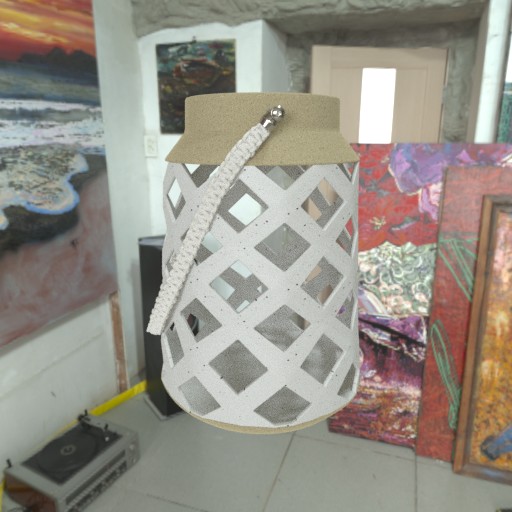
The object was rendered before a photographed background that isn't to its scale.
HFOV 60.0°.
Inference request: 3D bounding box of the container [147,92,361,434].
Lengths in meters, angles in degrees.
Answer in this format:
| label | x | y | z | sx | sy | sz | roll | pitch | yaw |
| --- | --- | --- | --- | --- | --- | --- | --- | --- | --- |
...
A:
| label | x | y | z | sx | sy | sz | roll | pitch | yaw |
| --- | --- | --- | --- | --- | --- | --- | --- | --- | --- |
| container | 0.000 | 0.000 | 0.343 | 0.172 | 0.229 | 0.163 | -3 | 15 | -10 |
